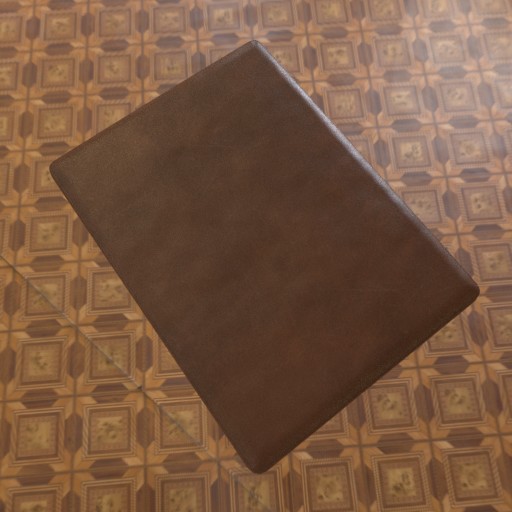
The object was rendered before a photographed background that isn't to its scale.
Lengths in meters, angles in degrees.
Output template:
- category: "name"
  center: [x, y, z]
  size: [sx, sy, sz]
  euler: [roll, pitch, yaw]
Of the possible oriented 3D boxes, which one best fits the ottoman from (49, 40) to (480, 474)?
- category: "ottoman"
  center: [0.000, 0.000, 1.152]
  size: [0.588, 0.509, 0.795]
  euler: [-35, 77, -9]
